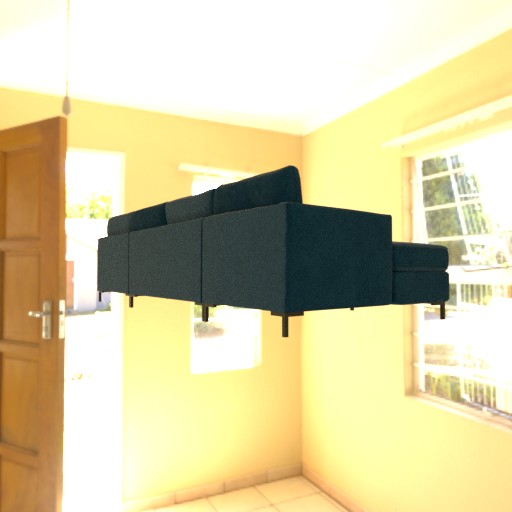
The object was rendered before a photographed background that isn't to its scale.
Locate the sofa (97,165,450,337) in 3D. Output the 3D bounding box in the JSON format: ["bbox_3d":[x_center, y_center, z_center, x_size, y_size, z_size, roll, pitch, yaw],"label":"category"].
[{"bbox_3d":[0.000,0.000,4.317,2.055,0.992,3.434,1,-2,-36],"label":"sofa"}]
